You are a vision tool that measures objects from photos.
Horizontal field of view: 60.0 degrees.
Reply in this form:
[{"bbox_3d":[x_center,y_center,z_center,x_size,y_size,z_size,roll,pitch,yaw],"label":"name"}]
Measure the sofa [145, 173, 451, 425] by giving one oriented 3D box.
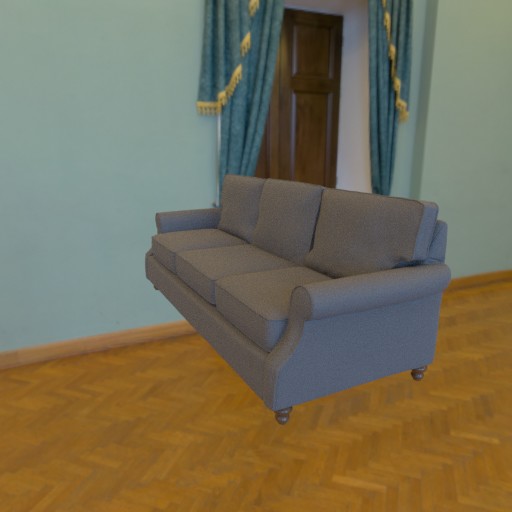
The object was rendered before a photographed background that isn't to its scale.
[{"bbox_3d":[0.000,0.000,2.875,0.966,0.948,2.353,-7,16,-26],"label":"sofa"}]
